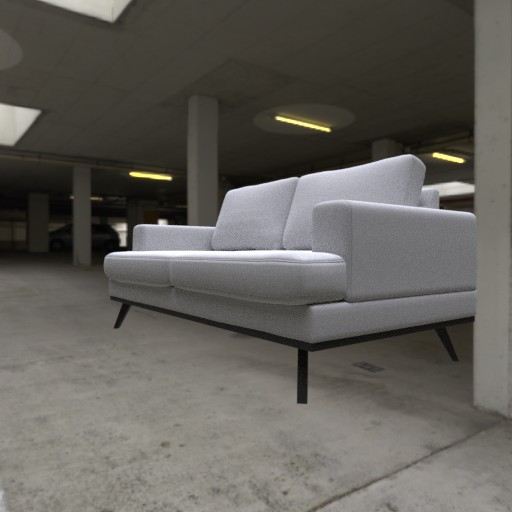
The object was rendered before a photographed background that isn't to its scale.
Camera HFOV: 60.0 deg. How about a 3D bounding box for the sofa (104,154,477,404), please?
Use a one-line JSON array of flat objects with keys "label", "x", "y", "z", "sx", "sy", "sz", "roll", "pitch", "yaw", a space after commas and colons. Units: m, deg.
[{"label": "sofa", "x": 0.000, "y": 0.000, "z": 2.094, "sx": 0.920, "sy": 0.810, "sz": 1.650, "roll": 0, "pitch": 1, "yaw": -37}]
